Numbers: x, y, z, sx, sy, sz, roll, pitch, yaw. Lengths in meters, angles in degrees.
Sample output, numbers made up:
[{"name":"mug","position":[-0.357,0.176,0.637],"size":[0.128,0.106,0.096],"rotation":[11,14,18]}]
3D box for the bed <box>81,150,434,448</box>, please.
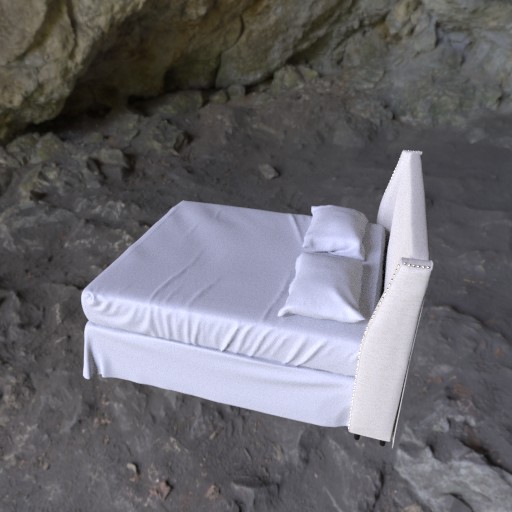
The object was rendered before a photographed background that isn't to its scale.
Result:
[{"name":"bed","position":[0.000,0.000,3.412],"size":[2.276,1.332,1.925],"rotation":[8,31,14]}]
